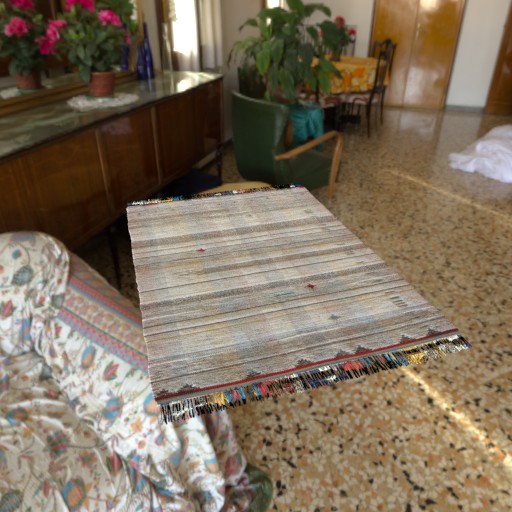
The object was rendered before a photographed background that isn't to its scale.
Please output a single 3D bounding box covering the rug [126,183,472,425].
[{"bbox_3d":[0.000,0.000,2.276,1.217,0.012,1.848,-9,31,-15],"label":"rug"}]
